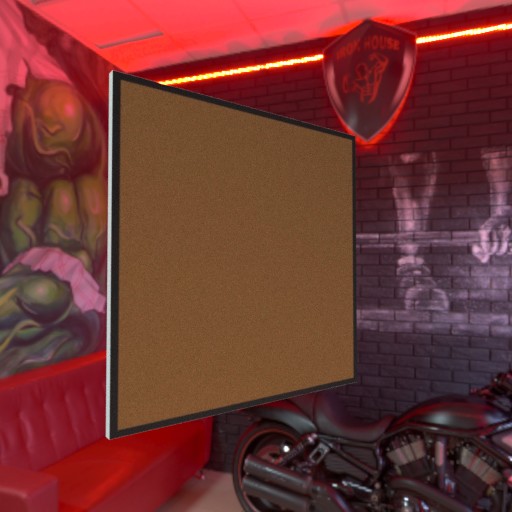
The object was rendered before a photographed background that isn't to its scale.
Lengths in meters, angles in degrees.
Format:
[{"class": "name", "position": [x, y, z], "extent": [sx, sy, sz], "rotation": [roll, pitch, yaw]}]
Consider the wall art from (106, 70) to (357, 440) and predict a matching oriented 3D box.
[{"class": "wall art", "position": [0.000, 0.000, 1.213], "extent": [0.805, 0.803, 0.022], "rotation": [1, -2, -37]}]
